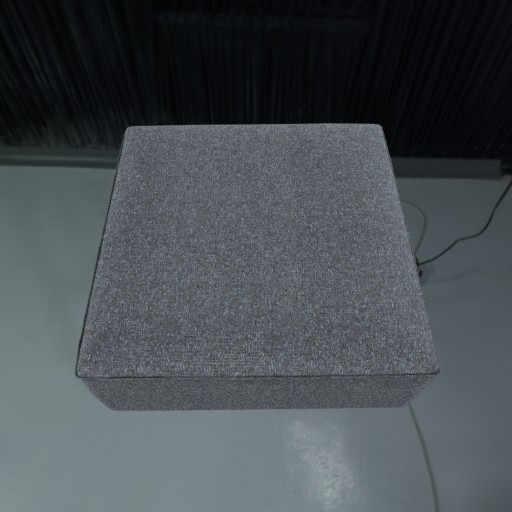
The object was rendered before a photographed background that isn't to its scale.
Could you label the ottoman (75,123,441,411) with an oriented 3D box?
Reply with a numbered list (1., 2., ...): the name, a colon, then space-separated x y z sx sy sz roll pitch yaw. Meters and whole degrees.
1. ottoman: 0.000 0.000 1.602 1.021 0.423 1.017 0 57 0
